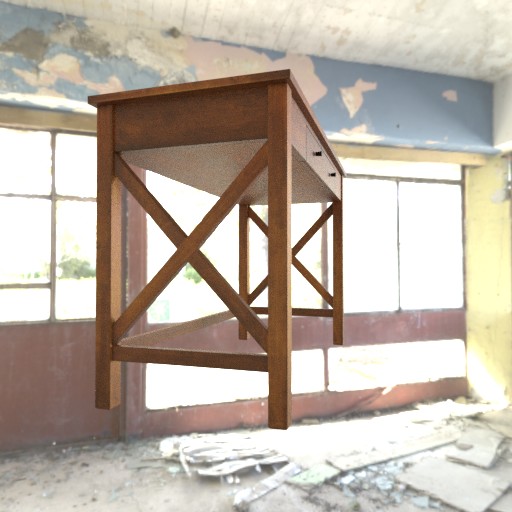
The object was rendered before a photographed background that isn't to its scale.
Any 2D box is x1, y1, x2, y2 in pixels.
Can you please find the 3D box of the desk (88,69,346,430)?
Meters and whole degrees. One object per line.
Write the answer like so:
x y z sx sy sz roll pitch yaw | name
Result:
0.000 0.000 1.528 0.508 0.762 1.117 0 -1 17 | desk
